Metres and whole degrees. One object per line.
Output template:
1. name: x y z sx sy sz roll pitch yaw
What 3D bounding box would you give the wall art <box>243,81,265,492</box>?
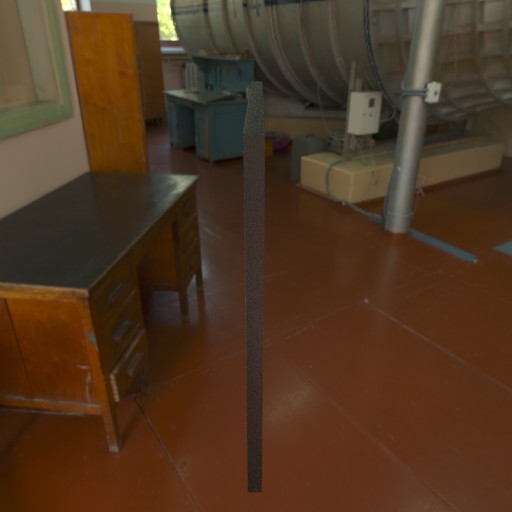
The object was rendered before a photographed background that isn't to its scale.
1. wall art: 0.000 0.000 1.146 0.031 0.775 0.773 0 27 0
